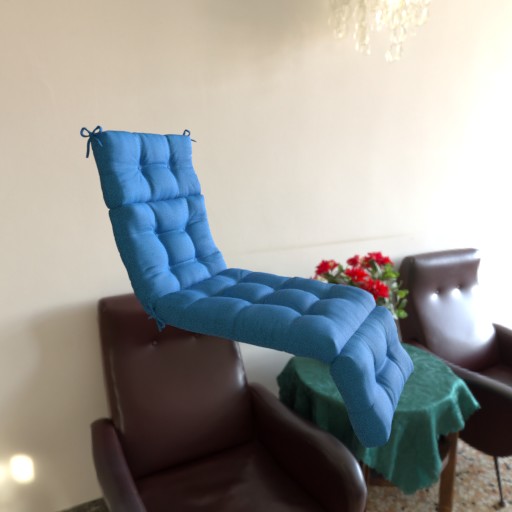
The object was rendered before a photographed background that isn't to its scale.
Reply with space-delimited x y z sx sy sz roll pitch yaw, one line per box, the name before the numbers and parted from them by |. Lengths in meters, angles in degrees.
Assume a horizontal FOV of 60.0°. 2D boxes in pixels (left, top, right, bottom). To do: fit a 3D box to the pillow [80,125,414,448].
pillow | 0.000 0.000 1.494 1.016 0.863 0.526 7 15 27
